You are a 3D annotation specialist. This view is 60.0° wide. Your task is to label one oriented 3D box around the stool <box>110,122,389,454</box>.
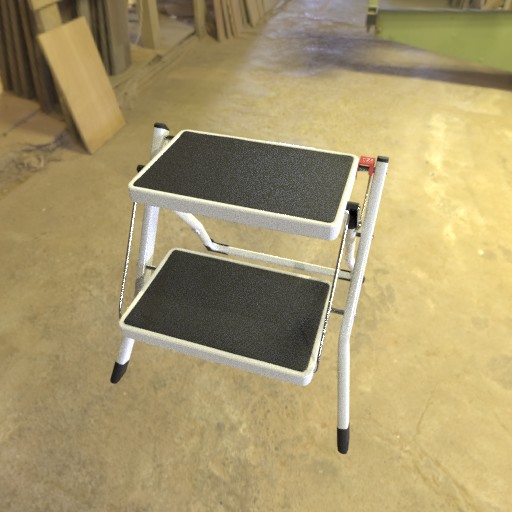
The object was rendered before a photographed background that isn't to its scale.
[{"bbox_3d":[0.000,0.000,0.858,0.485,0.445,0.490,12,43,13],"label":"stool"}]
